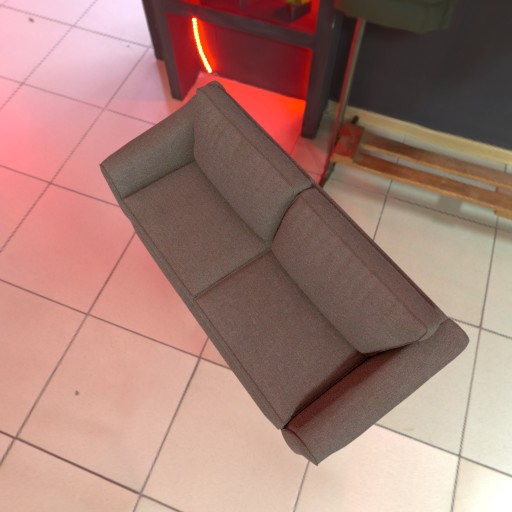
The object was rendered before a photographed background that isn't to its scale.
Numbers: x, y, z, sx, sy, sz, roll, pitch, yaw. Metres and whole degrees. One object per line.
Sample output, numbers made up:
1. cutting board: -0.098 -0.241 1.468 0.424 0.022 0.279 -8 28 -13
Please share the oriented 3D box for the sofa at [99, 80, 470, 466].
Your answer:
1. sofa: 0.000 0.000 2.704 0.986 0.906 2.270 -33 68 -16
